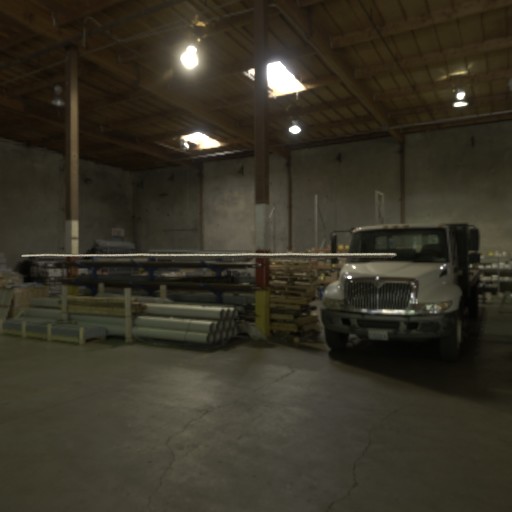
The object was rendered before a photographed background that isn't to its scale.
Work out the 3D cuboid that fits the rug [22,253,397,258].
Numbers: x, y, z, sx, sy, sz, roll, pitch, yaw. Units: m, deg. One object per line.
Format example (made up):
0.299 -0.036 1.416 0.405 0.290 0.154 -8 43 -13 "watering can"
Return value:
0.000 0.000 3.306 1.964 0.025 2.455 0 -1 16 "rug"
